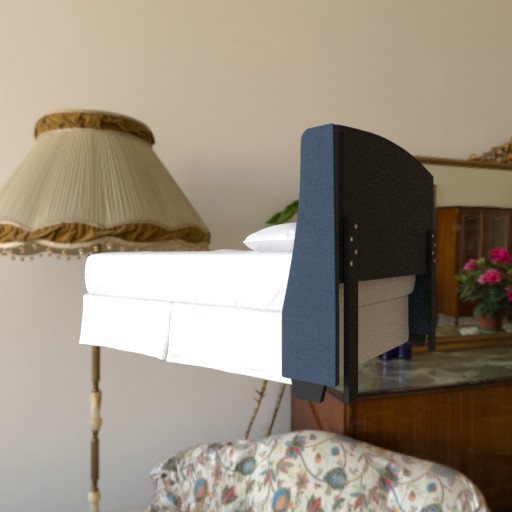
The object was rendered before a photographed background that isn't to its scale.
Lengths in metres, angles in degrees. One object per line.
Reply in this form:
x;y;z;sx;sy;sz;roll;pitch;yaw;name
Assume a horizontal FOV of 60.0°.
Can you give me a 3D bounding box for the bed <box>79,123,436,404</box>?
0.000;0.000;3.391;2.237;1.407;1.710;0;0;37;bed
